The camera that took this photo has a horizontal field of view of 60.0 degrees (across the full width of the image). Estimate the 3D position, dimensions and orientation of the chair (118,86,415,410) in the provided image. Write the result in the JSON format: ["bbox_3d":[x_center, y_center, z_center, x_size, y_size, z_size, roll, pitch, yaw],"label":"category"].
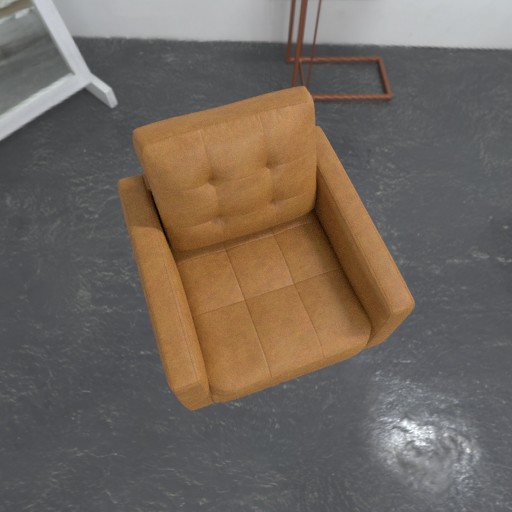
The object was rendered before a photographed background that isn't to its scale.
[{"bbox_3d":[0.000,0.000,1.626,0.831,0.896,0.868,-17,65,-8],"label":"chair"}]
